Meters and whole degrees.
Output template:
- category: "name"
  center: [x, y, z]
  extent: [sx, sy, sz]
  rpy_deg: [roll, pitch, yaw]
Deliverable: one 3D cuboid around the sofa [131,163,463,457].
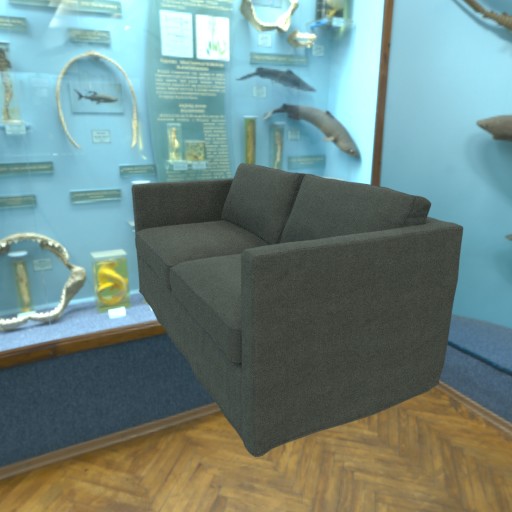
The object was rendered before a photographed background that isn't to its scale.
- category: "sofa"
  center: [0.000, 0.000, 2.373]
  extent: [0.974, 0.854, 1.802]
  rpy_deg: [-8, 19, -25]
